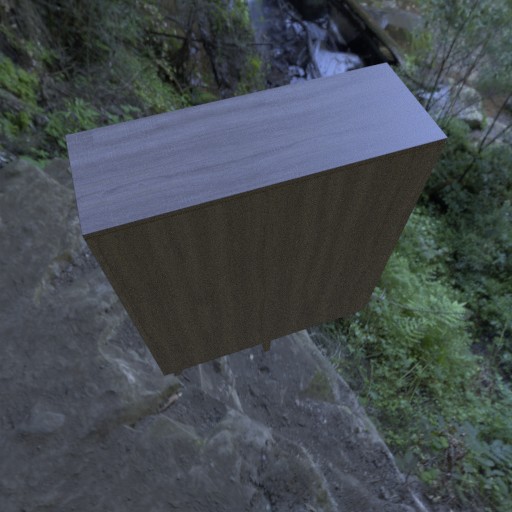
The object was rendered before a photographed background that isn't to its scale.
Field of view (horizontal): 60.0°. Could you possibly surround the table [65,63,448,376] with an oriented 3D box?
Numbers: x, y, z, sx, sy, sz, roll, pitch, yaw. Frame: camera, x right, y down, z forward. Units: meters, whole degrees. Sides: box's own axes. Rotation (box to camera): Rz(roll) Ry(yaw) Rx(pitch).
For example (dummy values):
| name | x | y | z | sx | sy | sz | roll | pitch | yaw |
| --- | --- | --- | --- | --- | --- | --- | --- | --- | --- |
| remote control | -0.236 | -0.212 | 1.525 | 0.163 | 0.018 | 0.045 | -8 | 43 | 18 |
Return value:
| name | x | y | z | sx | sy | sz | roll | pitch | yaw |
| --- | --- | --- | --- | --- | --- | --- | --- | --- | --- |
| table | 0.000 | 0.000 | 1.953 | 1.111 | 1.388 | 0.398 | -16 | 60 | -10 |
